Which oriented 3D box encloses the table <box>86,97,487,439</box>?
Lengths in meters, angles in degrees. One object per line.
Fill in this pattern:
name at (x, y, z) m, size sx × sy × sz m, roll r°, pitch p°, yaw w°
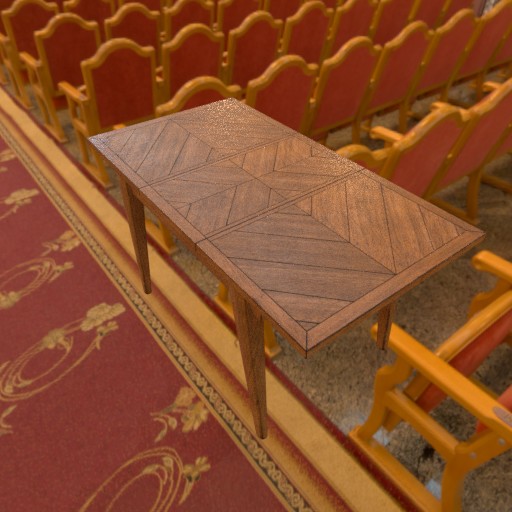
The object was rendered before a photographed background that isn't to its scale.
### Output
table at (0.000, 0.000, 1.887) m, size 0.757 × 0.760 × 1.400 m, roll -26°, pitch 47°, yaw -27°
